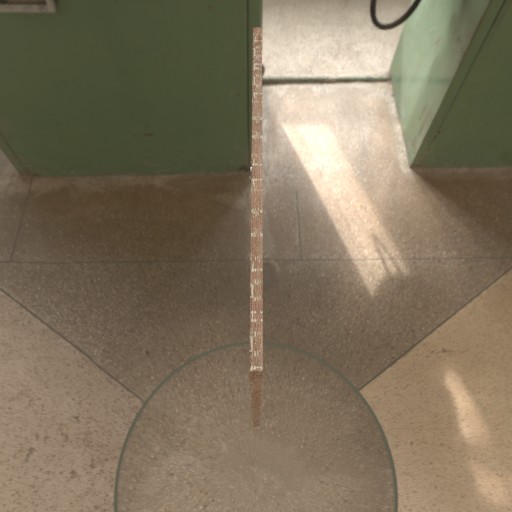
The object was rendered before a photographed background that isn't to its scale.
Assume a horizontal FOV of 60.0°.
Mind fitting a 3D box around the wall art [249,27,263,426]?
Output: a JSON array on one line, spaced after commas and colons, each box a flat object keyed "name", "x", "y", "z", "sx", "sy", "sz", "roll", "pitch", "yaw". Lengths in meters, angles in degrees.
[{"name": "wall art", "x": 0.000, "y": 0.000, "z": 0.585, "sx": 0.012, "sy": 0.384, "sz": 0.384, "roll": 0, "pitch": 63, "yaw": 0}]
